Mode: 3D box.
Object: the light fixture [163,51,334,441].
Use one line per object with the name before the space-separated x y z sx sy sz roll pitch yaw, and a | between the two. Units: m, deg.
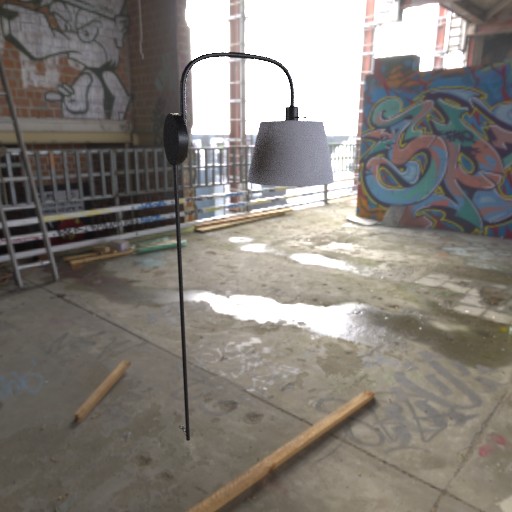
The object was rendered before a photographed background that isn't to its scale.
light fixture | 0.000 0.000 0.475 0.176 0.399 0.092 -8 17 -27
